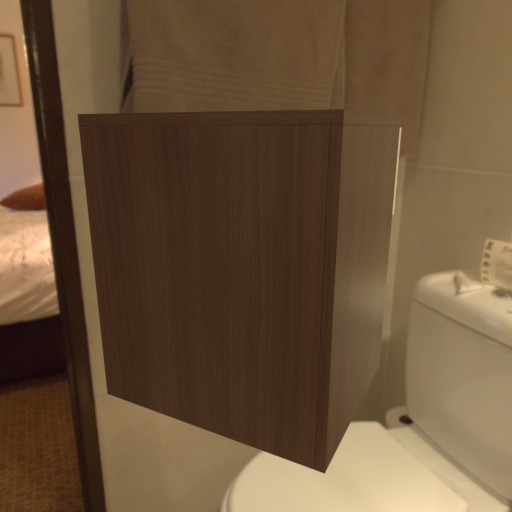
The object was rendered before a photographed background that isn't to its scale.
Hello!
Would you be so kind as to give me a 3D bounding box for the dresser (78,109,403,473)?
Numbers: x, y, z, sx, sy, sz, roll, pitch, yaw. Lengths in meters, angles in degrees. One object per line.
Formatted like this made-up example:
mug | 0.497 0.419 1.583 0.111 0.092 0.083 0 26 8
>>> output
dresser | 0.000 0.000 0.776 0.400 0.470 0.360 8 18 27
